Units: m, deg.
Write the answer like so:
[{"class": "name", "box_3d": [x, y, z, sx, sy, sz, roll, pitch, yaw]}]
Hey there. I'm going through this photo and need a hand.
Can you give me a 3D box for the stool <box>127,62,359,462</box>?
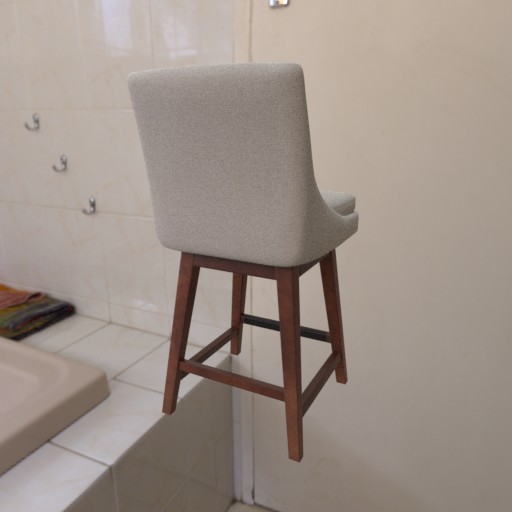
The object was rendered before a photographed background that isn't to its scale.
[{"class": "stool", "box_3d": [0.000, 0.000, 1.310, 0.469, 0.991, 0.559, 9, 19, 26]}]
